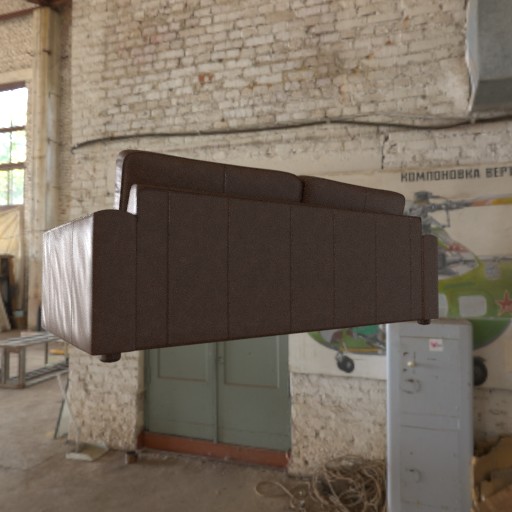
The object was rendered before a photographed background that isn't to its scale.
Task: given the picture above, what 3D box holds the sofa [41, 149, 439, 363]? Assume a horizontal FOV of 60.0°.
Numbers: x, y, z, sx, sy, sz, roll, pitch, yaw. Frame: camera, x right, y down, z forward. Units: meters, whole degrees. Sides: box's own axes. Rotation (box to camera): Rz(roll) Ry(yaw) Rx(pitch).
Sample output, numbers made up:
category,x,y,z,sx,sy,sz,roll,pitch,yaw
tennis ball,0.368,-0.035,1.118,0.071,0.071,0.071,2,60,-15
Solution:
category,x,y,z,sx,sy,sz,roll,pitch,yaw
sofa,0.000,0.000,2.645,2.179,0.873,1.016,1,-2,-35
